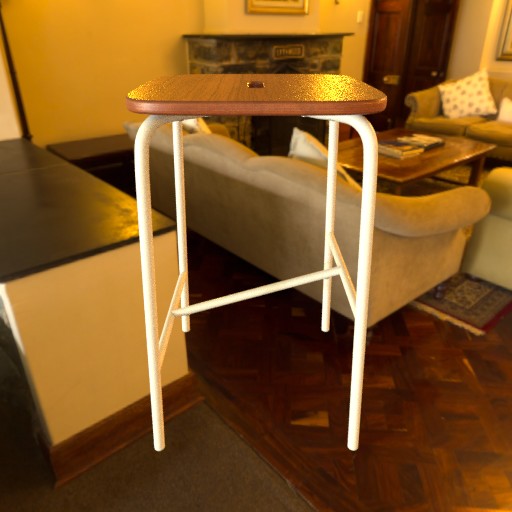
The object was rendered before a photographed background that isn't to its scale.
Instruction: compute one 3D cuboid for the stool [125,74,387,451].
[{"bbox_3d":[0.000,0.000,0.840,0.376,0.610,0.376,0,27,0],"label":"stool"}]
